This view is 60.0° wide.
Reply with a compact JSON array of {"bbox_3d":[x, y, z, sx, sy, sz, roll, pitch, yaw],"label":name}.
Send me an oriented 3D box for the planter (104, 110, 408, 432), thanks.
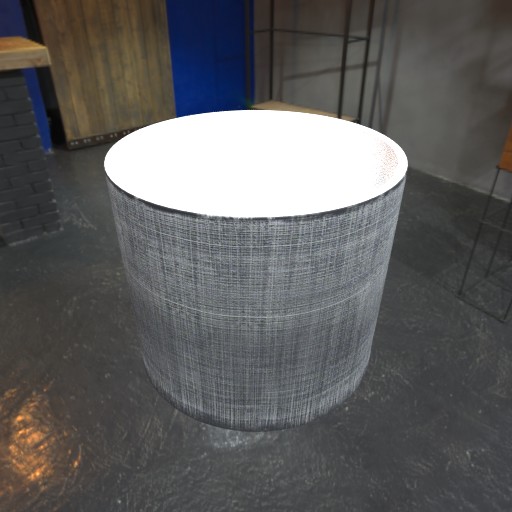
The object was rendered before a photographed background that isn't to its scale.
[{"bbox_3d":[0.000,0.000,0.444,0.254,0.221,0.254,0,33,0],"label":"planter"}]
